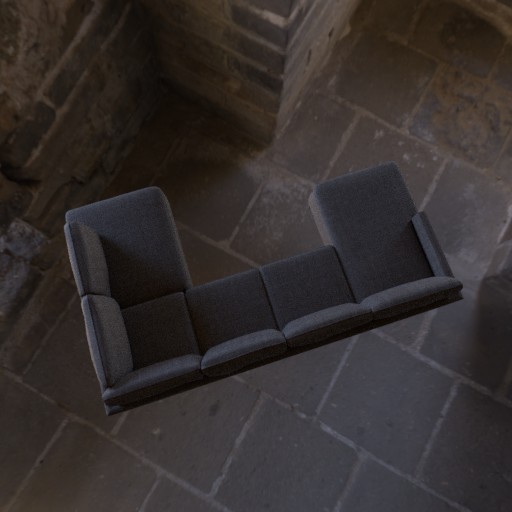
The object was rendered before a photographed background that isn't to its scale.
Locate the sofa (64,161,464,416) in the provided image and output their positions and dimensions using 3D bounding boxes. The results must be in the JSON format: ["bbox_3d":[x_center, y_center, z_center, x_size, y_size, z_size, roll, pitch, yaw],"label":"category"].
[{"bbox_3d":[0.000,0.000,4.392,3.423,0.999,2.048,-17,76,-4],"label":"sofa"}]
